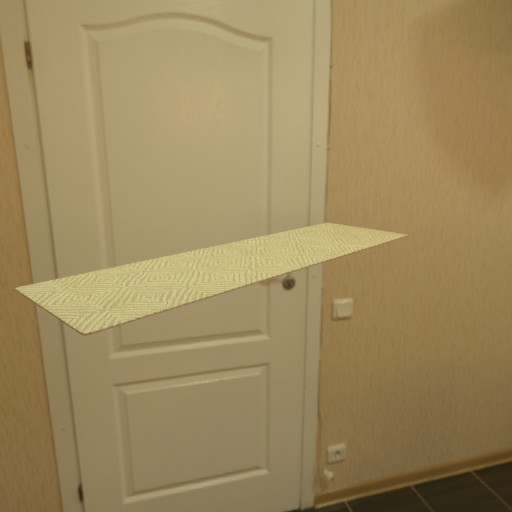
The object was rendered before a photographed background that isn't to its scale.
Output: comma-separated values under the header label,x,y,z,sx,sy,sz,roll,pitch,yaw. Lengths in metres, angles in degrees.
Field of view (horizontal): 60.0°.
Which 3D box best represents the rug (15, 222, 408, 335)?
label,x,y,z,sx,sy,sz,roll,pitch,yaw
rug,0.000,0.000,2.462,0.676,0.008,2.277,14,20,43
